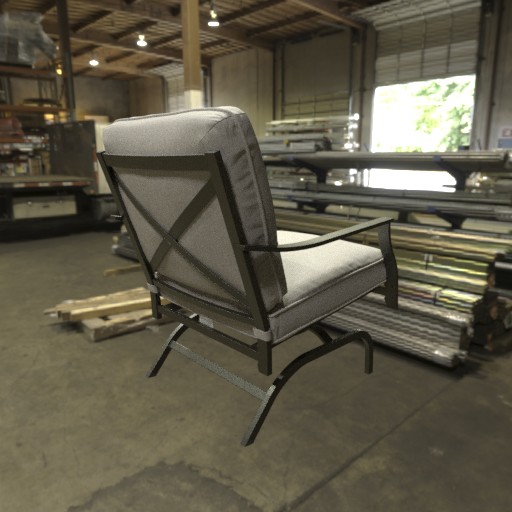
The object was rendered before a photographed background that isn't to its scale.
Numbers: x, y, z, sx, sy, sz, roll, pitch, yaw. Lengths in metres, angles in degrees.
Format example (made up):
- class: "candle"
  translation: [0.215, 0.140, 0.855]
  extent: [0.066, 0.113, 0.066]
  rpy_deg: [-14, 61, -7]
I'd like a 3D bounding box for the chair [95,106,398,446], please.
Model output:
- class: "chair"
  translation: [0.000, 0.000, 1.440]
  extent: [0.787, 0.860, 0.650]
  rpy_deg: [-12, 18, -42]
